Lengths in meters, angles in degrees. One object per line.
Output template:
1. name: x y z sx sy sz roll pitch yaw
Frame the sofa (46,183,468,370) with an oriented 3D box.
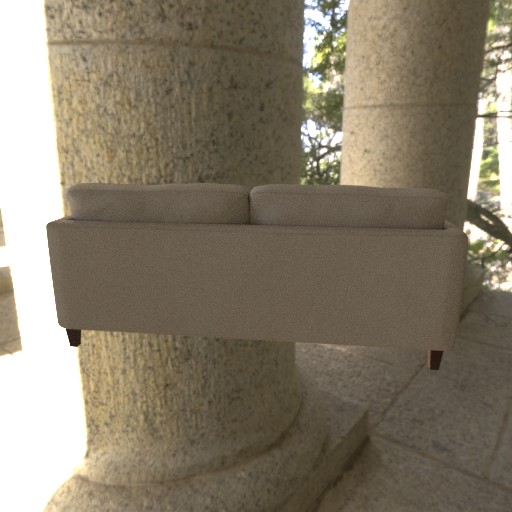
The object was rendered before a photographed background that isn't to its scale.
1. sofa: 0.000 0.000 2.727 2.181 0.932 0.948 2 15 7
